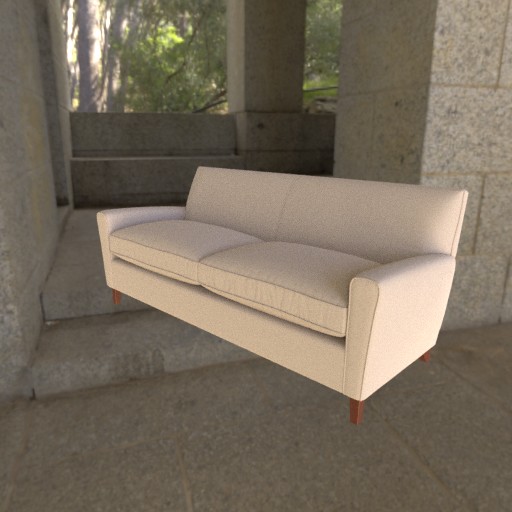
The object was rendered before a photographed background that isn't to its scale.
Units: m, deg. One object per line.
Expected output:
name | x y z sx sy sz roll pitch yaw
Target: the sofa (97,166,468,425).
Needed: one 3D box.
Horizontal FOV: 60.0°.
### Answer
sofa | 0.000 0.000 2.496 2.000 0.846 0.875 14 21 41
